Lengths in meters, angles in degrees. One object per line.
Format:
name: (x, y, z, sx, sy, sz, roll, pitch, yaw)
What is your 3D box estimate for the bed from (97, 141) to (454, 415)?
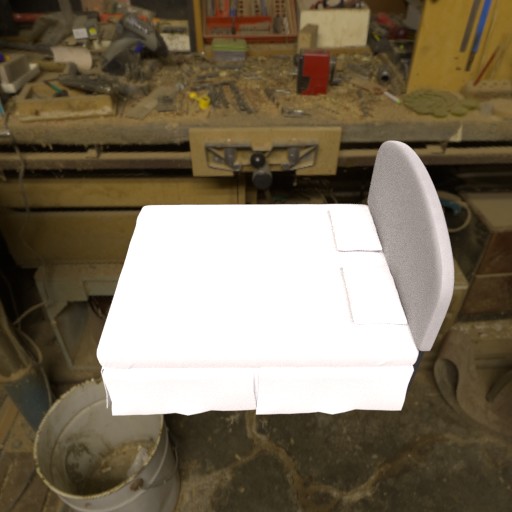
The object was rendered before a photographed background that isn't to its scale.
bed: (0.000, 0.000, 3.070, 2.005, 1.410, 1.607, 0, 41, 0)
